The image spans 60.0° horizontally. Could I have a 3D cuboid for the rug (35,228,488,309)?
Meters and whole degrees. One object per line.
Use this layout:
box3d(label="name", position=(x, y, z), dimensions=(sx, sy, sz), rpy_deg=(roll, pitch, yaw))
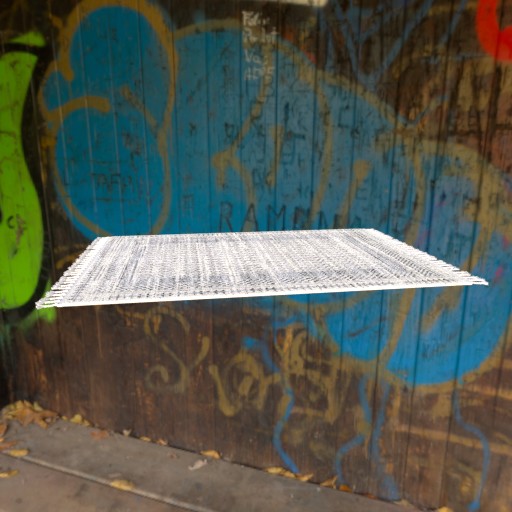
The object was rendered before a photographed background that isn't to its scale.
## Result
box3d(label="rug", position=(0.000, 0.000, 2.360), dimensions=(1.872, 0.013, 1.243), rpy_deg=(-2, 15, -9))
